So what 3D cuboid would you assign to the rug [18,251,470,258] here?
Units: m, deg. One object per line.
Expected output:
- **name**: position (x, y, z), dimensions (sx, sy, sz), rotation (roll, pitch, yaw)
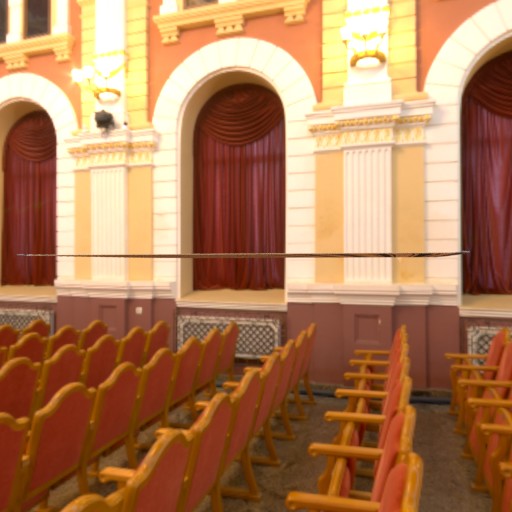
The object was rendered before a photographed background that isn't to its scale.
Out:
- **rug**: position (0.000, 0.000, 2.835), dimensions (2.315, 0.010, 1.544), rotation (0, -1, 18)
